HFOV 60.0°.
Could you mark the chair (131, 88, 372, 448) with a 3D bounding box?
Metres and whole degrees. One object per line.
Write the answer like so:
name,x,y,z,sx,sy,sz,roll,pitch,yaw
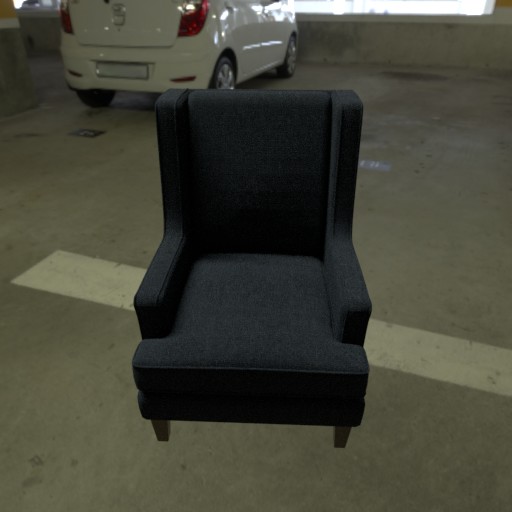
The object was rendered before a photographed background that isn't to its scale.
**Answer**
chair,0.000,0.000,1.696,0.764,1.072,0.947,1,31,2
